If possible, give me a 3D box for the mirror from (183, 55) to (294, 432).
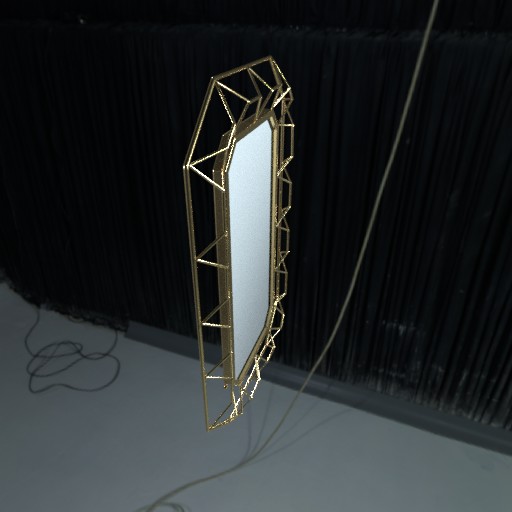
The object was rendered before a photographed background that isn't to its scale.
[{"bbox_3d":[0.000,0.000,1.090,0.051,0.870,0.572,10,32,16],"label":"mirror"}]
